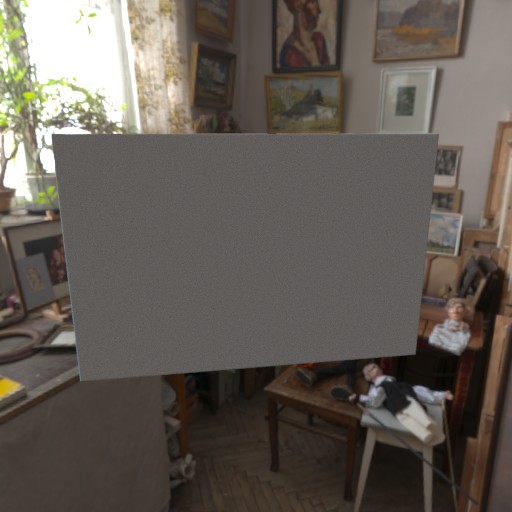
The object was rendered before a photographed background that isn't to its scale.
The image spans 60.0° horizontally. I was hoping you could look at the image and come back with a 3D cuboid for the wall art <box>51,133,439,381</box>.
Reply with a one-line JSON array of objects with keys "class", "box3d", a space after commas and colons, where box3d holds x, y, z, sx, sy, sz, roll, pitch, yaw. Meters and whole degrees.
[{"class": "wall art", "box3d": [0.000, 0.000, 0.761, 0.609, 0.406, 0.039, -2, 16, -9]}]
